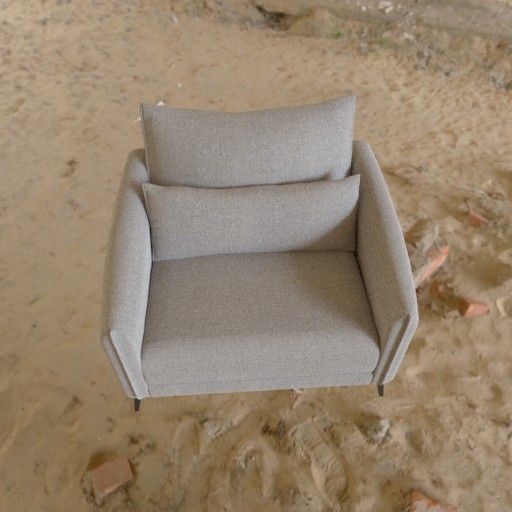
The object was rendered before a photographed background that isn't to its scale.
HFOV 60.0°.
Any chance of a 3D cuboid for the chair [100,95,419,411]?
[{"bbox_3d":[0.000,0.000,1.613,1.029,0.856,0.801,-3,46,-3],"label":"chair"}]
